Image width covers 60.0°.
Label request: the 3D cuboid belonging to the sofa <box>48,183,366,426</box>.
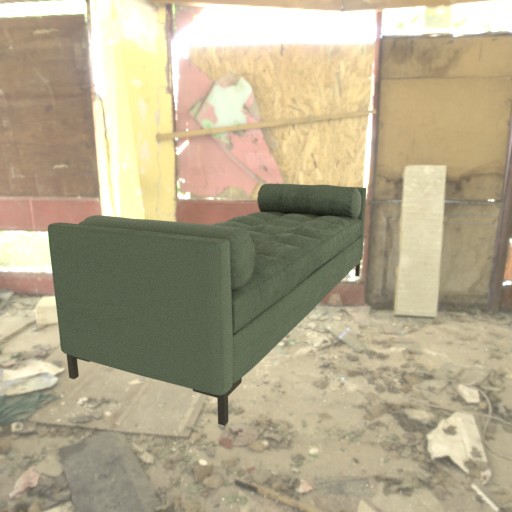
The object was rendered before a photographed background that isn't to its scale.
[{"bbox_3d":[0.000,0.000,2.517,0.817,0.681,2.130,7,15,25],"label":"sofa"}]
